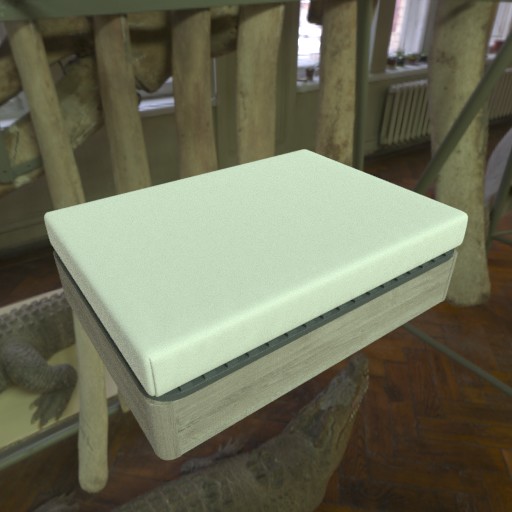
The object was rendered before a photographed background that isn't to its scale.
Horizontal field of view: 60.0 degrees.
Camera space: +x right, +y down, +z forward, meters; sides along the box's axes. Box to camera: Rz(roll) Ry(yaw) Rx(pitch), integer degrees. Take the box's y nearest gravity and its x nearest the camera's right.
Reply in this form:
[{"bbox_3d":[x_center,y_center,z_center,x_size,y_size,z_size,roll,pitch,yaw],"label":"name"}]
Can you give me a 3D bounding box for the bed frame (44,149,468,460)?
[{"bbox_3d":[0.000,0.000,2.548,1.900,0.561,1.400,-21,37,-30],"label":"bed frame"}]
